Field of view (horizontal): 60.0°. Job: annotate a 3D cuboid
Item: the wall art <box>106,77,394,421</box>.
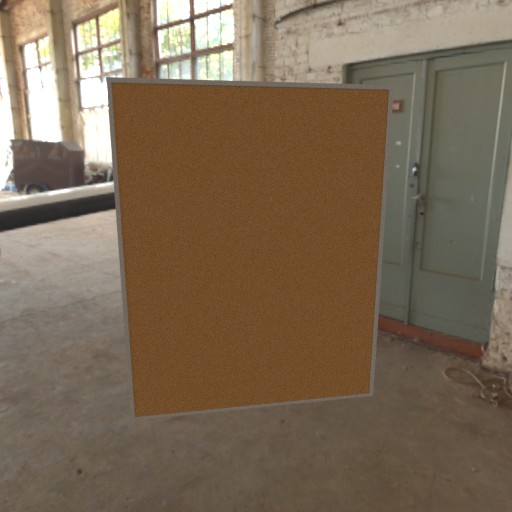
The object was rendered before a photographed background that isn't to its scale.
[{"bbox_3d":[0.000,0.000,1.041,0.611,0.763,0.055,-2,14,-10],"label":"wall art"}]
